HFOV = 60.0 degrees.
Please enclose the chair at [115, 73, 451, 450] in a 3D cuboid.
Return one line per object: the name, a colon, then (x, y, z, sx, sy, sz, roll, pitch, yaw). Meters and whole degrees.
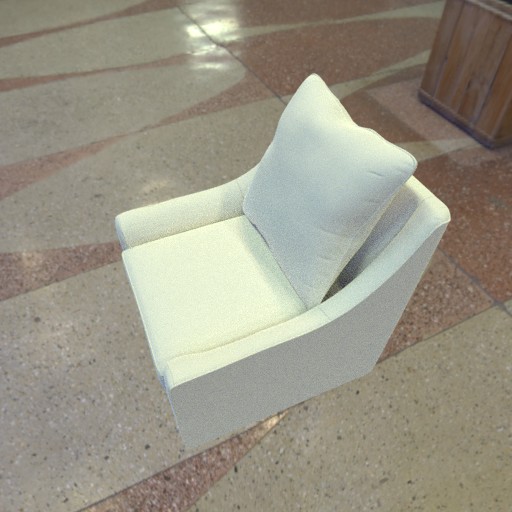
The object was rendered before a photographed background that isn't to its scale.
chair: (0.000, 0.000, 1.559, 0.876, 0.965, 0.756, -18, 50, -16)
